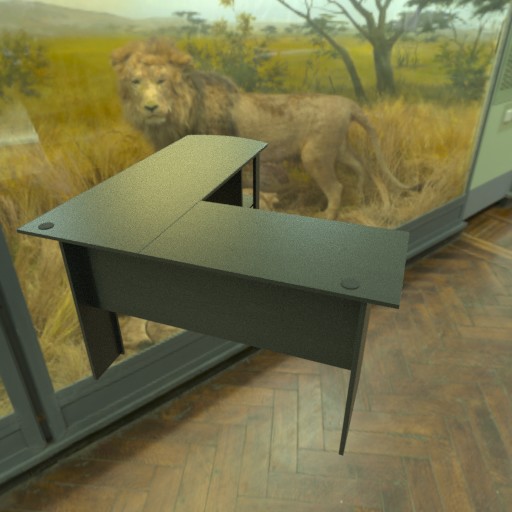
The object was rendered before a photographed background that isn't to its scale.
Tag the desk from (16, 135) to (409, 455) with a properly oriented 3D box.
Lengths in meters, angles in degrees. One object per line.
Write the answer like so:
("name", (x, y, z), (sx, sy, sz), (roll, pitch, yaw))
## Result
("desk", (0.000, 0.000, 2.100), (1.303, 0.716, 1.361), (10, 32, 17))
